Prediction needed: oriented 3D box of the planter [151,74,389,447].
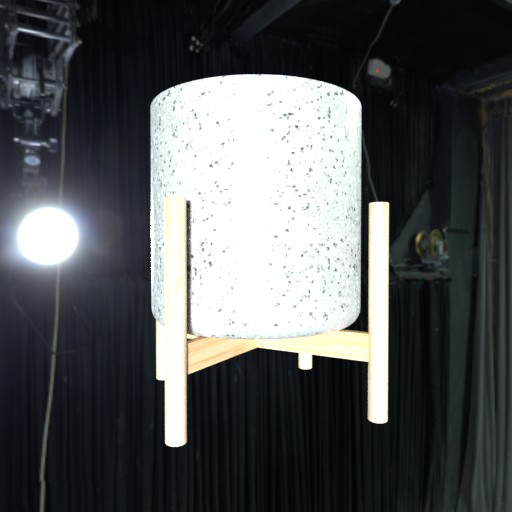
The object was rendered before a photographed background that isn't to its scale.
[{"bbox_3d":[0.000,0.000,0.659,0.360,0.419,0.360,-1,1,-37],"label":"planter"}]
